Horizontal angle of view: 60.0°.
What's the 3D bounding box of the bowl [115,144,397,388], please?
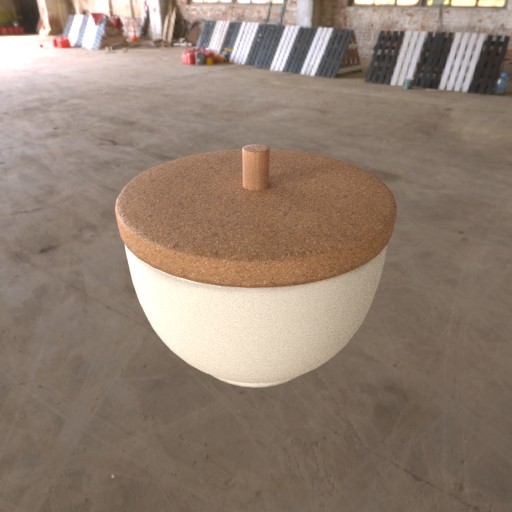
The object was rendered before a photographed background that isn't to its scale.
[{"bbox_3d":[0.000,0.000,0.223,0.126,0.110,0.126,0,31,0],"label":"bowl"}]
